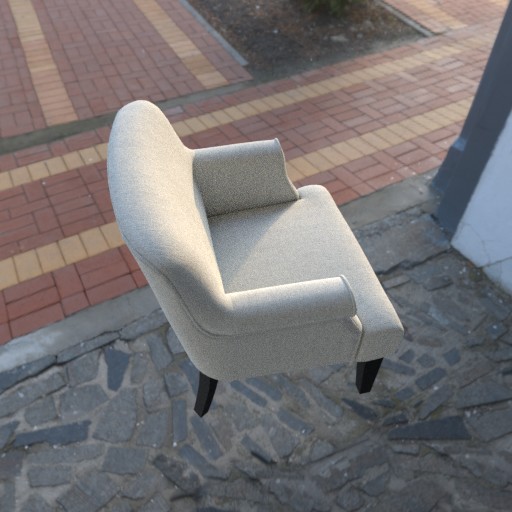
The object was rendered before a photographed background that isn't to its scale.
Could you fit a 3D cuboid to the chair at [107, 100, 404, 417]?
[{"bbox_3d":[0.000,0.000,1.444,0.750,0.875,0.781,-10,47,-9],"label":"chair"}]
